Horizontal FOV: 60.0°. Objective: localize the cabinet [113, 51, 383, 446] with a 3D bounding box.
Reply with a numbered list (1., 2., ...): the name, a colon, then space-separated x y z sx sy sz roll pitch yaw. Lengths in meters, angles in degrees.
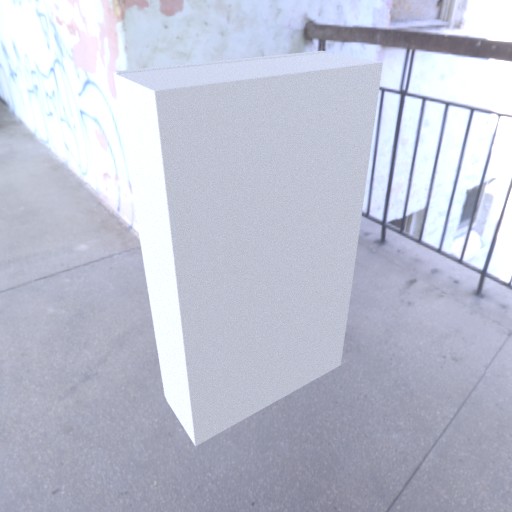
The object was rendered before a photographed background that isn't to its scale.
1. cabinet: 0.000 0.000 2.706 1.250 2.160 0.480 -20 37 -28
